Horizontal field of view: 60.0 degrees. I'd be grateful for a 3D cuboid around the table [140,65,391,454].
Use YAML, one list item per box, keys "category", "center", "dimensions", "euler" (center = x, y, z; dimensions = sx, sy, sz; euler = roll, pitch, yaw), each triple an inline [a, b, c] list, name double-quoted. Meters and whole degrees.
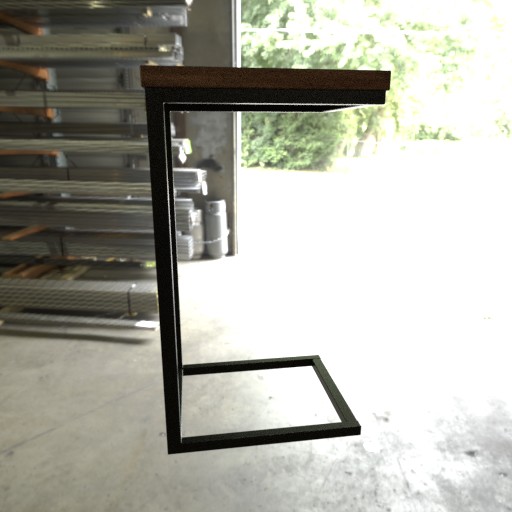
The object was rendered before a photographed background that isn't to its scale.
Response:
- category: "table"
  center: [0.000, 0.000, 0.964]
  dimensions: [0.414, 0.718, 0.323]
  euler: [-2, 16, -8]
